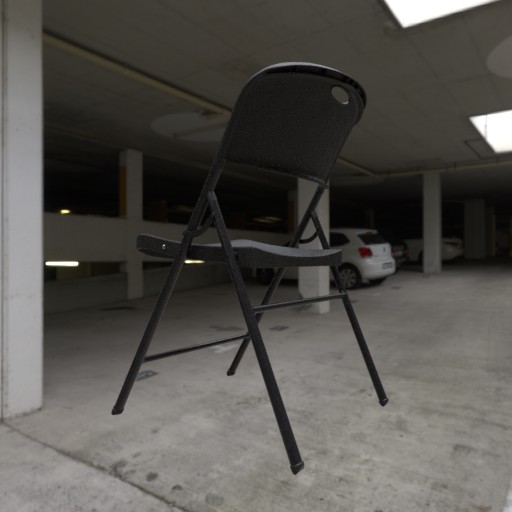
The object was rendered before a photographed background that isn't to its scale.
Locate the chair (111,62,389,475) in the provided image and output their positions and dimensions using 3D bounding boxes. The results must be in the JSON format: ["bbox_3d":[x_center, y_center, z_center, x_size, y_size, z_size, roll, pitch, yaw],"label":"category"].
[{"bbox_3d":[0.000,0.000,1.168,0.566,0.810,0.494,0,0,36],"label":"chair"}]
